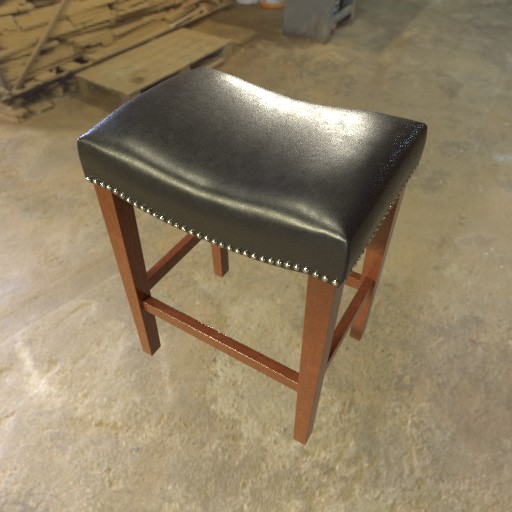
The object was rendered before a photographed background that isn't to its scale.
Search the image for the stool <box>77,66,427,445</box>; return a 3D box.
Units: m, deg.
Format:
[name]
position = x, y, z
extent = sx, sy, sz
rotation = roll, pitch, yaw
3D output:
[stool]
position = 0.000, 0.000, 0.968
extent = 0.504, 0.654, 0.372
rotation = 23, 49, 22
